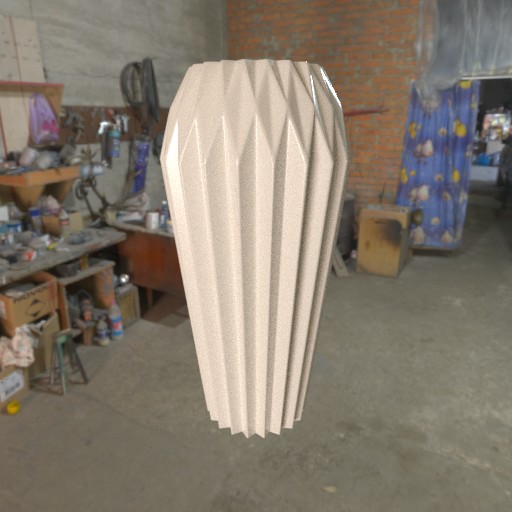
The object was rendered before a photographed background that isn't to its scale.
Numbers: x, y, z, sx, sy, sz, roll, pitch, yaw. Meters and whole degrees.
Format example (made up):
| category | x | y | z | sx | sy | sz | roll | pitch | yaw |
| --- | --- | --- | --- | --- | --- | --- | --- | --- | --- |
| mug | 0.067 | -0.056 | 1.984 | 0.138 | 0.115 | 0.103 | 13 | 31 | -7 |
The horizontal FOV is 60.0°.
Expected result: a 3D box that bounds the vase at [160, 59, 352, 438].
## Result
| category | x | y | z | sx | sy | sz | roll | pitch | yaw |
| --- | --- | --- | --- | --- | --- | --- | --- | --- | --- |
| vase | 0.000 | 0.000 | 0.334 | 0.133 | 0.263 | 0.133 | 0 | 17 | 0 |
